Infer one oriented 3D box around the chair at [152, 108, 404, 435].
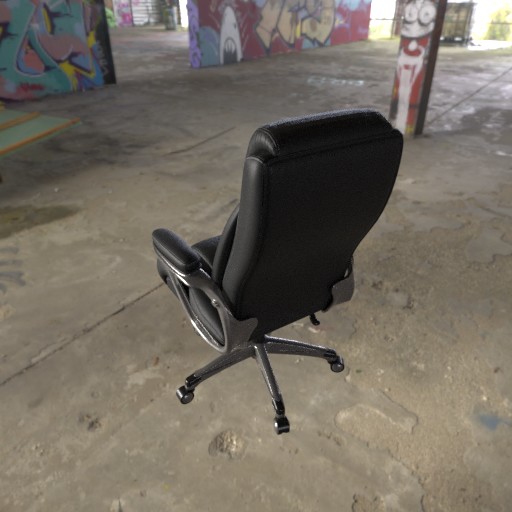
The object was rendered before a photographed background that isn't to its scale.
[{"bbox_3d":[0.000,0.000,1.680,0.741,1.167,0.784,-18,36,-28],"label":"chair"}]
